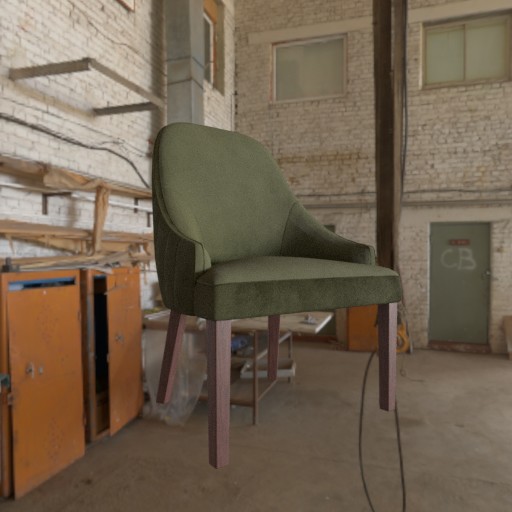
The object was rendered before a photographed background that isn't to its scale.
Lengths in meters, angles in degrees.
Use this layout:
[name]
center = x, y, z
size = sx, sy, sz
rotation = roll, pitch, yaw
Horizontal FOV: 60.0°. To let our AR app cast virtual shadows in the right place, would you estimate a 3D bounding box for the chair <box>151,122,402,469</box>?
[chair]
center = 0.000, 0.000, 1.319
size = 0.643, 0.889, 0.575
rotation = 0, 0, -36
